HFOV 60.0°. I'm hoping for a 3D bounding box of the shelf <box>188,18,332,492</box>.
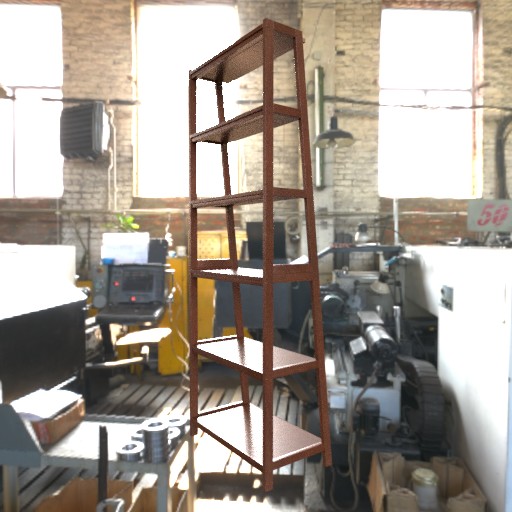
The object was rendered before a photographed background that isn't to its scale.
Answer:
[{"bbox_3d":[0.000,0.000,2.143,0.382,1.892,0.660,-1,2,-36],"label":"shelf"}]
